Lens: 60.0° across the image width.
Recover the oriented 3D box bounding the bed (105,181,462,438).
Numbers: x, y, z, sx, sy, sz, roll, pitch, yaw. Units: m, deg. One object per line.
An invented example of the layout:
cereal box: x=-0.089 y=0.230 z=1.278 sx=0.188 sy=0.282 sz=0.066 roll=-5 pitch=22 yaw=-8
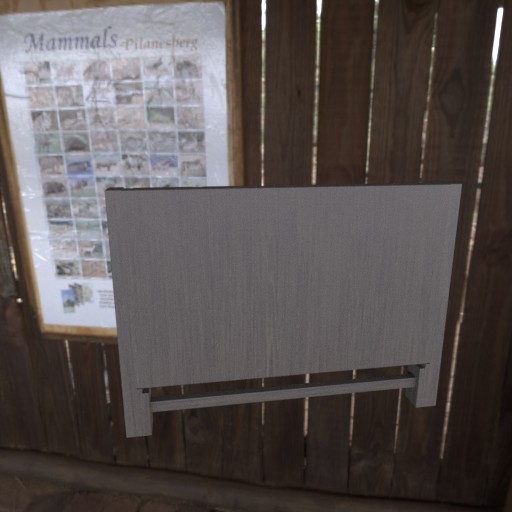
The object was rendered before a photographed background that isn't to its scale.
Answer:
bed: x=0.000 y=0.000 z=3.322 sx=1.727 sy=1.270 sz=2.242 roll=-2 pitch=15 yaw=-9
